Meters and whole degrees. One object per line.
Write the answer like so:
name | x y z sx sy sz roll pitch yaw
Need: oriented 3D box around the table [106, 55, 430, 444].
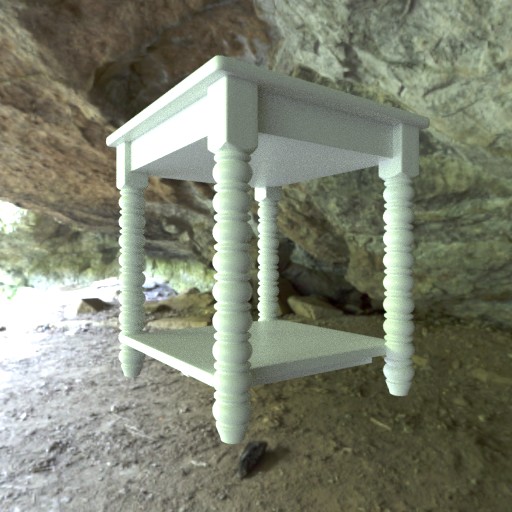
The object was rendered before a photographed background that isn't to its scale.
table | 0.000 0.000 0.976 0.500 0.563 0.533 0 0 -35
